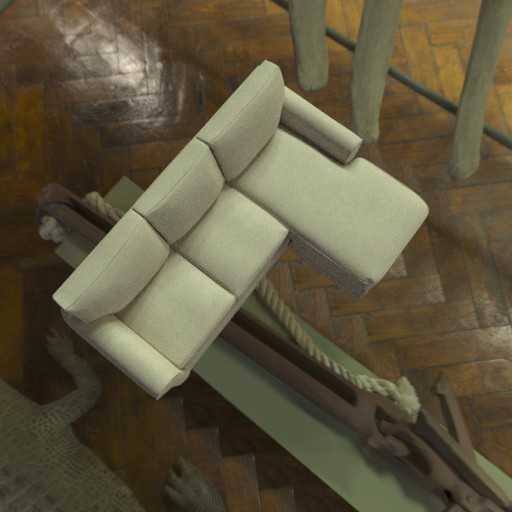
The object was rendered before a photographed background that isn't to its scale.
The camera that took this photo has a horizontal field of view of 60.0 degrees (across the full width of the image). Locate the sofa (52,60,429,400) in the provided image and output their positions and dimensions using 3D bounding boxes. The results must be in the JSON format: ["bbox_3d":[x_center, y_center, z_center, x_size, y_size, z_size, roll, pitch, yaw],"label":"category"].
[{"bbox_3d":[0.000,0.000,2.401,1.226,0.734,1.770,37,79,8],"label":"sofa"}]
